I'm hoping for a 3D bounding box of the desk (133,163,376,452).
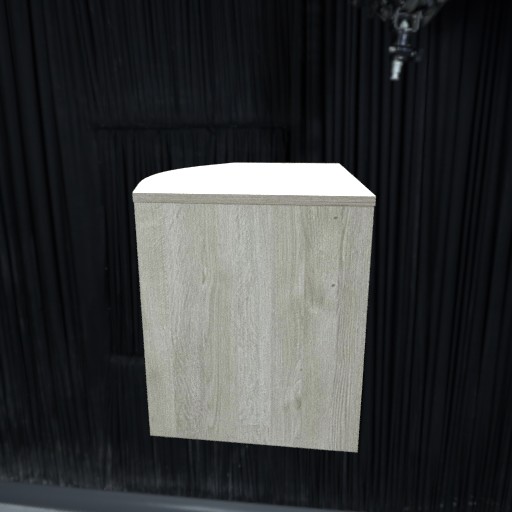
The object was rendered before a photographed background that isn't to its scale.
[{"bbox_3d":[0.000,0.000,2.022,0.802,0.752,1.600,2,15,7],"label":"desk"}]
